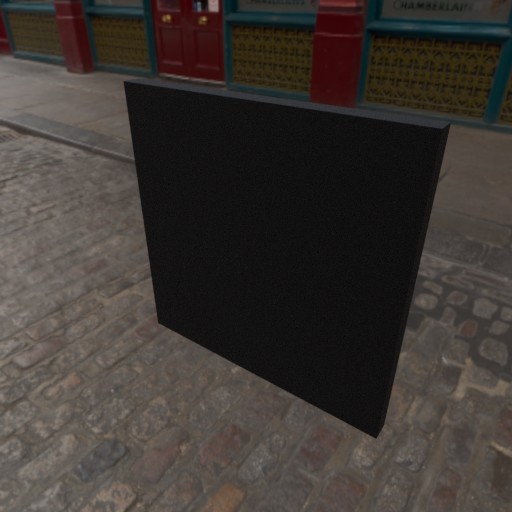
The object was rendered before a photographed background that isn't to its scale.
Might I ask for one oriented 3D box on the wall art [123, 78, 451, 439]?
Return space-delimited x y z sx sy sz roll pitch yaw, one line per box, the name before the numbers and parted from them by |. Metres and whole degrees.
wall art | 0.000 0.000 0.668 0.462 0.458 0.030 20 36 30
